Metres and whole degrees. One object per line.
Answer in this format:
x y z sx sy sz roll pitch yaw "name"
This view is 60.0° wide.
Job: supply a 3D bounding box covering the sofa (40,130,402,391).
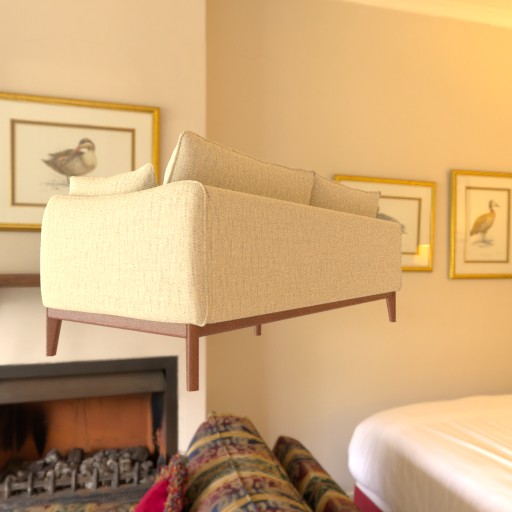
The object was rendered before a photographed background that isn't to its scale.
0.000 0.000 2.419 0.991 0.860 1.989 0 0 36 "sofa"
